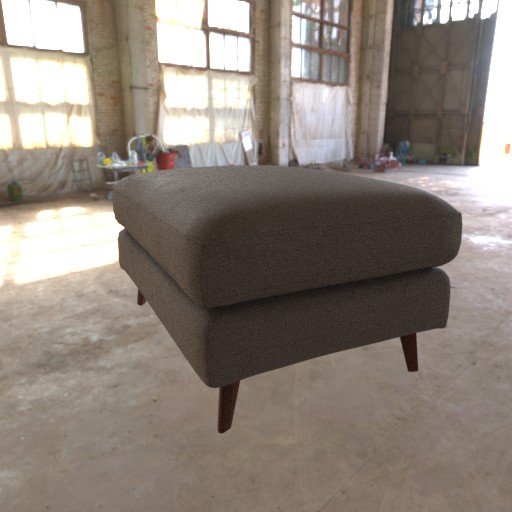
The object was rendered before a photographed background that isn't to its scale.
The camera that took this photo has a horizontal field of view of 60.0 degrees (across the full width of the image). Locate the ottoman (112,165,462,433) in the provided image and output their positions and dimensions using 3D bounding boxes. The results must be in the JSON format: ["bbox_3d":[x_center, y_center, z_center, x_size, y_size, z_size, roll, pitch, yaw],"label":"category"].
[{"bbox_3d":[0.000,0.000,1.167,0.608,0.449,0.811,-8,18,-25],"label":"ottoman"}]
